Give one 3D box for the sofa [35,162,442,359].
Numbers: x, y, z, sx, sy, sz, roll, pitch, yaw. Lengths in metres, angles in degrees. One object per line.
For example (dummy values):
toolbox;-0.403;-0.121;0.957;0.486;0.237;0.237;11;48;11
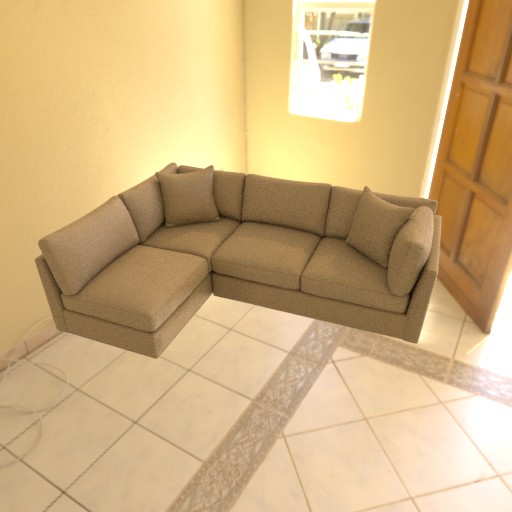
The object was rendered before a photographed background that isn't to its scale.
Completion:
sofa;0.000;0.000;3.825;2.896;0.978;1.994;11;32;18
